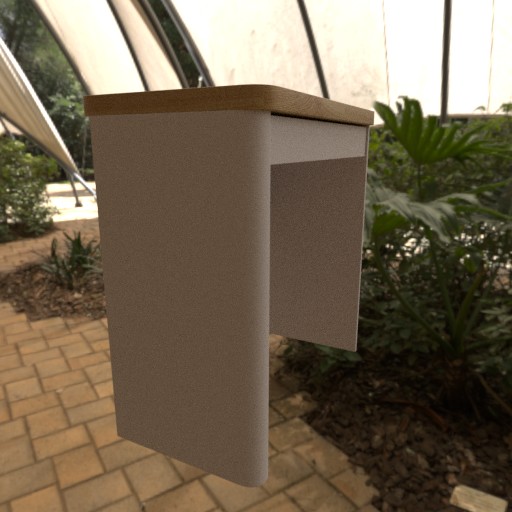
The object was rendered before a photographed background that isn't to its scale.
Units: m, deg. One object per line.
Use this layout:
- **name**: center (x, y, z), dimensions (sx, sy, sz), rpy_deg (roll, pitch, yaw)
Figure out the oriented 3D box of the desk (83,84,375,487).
- **desk**: center (0.000, 0.000, 1.227), dimensions (0.440, 0.790, 0.760), rpy_deg (7, 16, 27)
